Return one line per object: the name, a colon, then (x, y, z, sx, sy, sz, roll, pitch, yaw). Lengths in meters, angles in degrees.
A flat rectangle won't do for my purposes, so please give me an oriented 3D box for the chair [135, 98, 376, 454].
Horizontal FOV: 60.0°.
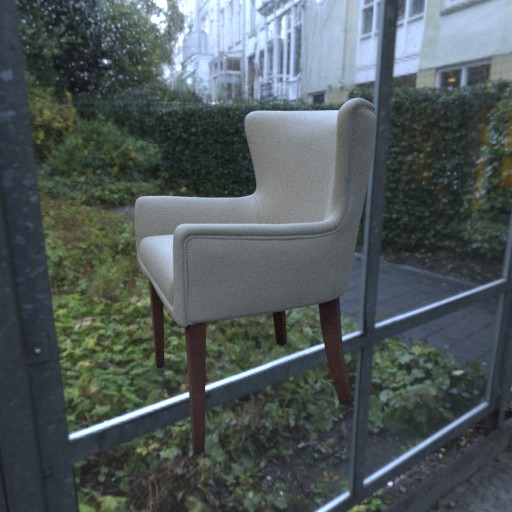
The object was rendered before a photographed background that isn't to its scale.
chair: (0.000, 0.000, 1.461, 0.686, 0.952, 0.660, -7, 17, -23)
